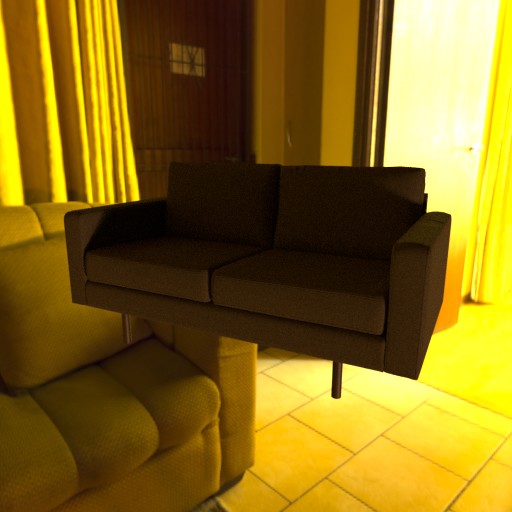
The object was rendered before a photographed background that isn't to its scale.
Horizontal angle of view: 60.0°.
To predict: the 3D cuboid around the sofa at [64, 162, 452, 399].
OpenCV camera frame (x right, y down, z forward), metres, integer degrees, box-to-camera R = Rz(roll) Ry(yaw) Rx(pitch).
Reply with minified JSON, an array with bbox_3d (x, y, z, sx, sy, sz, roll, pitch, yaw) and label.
[{"bbox_3d":[0.000,0.000,2.242,1.730,0.897,0.889,7,15,27],"label":"sofa"}]
